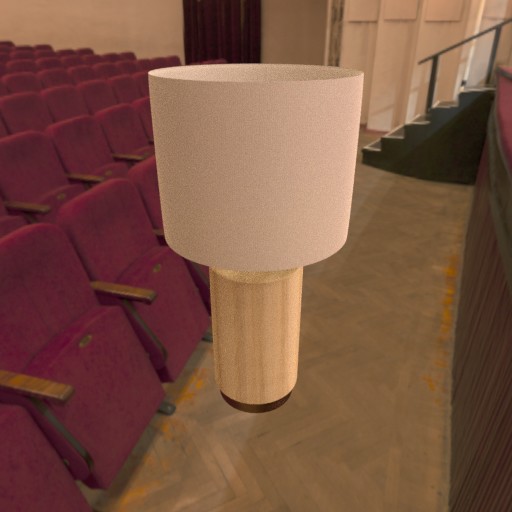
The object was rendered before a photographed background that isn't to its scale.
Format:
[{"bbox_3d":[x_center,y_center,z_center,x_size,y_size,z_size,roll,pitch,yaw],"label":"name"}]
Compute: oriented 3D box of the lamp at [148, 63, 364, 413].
[{"bbox_3d":[0.000,0.000,0.575,0.228,0.444,0.228,8,28,15],"label":"lamp"}]
